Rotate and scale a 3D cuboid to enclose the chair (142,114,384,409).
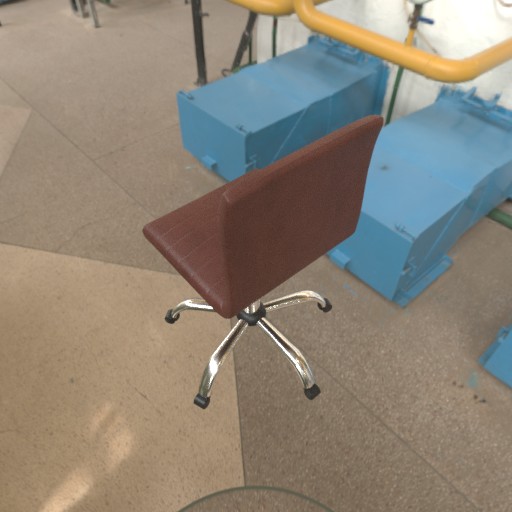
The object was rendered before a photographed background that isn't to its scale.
[{"bbox_3d":[0.000,0.000,1.131,0.556,0.780,0.530,-32,55,-27],"label":"chair"}]
